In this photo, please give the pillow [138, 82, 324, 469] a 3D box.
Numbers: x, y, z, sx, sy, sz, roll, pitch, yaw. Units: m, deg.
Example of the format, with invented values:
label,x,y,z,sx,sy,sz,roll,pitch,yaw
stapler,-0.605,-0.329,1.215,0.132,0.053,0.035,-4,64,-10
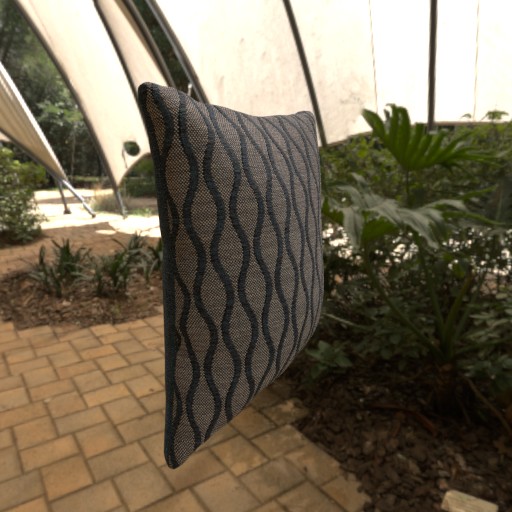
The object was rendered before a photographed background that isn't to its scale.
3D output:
label,x,y,z,sx,sy,sz,roll,pitch,yaw
pillow,0.000,0.000,0.646,0.159,0.435,0.435,7,15,26
